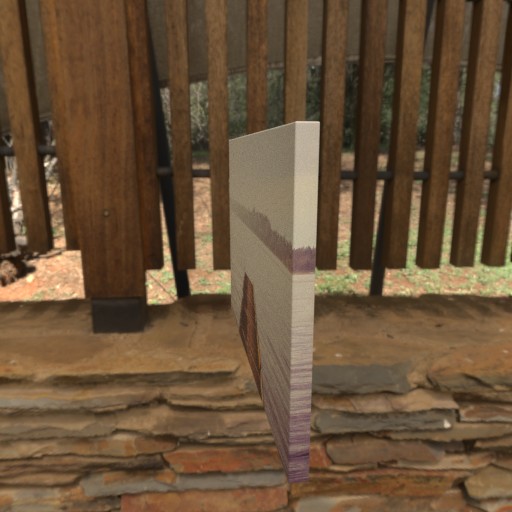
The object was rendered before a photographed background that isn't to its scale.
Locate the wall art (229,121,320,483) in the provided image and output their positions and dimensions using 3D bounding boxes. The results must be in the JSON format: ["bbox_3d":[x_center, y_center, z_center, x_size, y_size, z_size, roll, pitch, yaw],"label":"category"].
[{"bbox_3d":[0.000,0.000,1.149,0.037,0.609,0.916,-2,13,-9],"label":"wall art"}]
